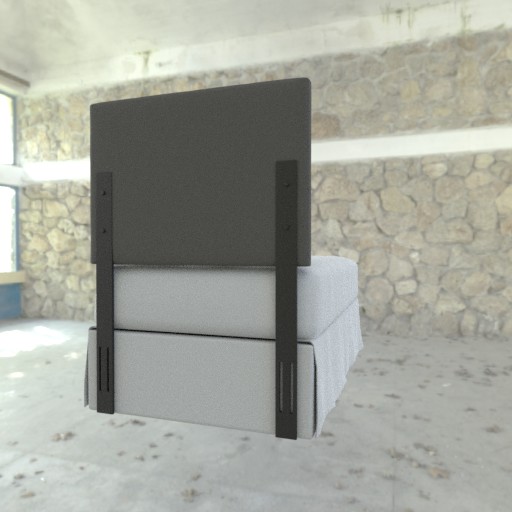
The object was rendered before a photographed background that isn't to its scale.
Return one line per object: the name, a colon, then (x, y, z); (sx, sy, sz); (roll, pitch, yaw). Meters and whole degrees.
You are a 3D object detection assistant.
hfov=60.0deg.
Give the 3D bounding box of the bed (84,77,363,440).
bed: (0.000, 0.000, 3.005); (1.261, 1.571, 1.997); (0, 1, 18)
